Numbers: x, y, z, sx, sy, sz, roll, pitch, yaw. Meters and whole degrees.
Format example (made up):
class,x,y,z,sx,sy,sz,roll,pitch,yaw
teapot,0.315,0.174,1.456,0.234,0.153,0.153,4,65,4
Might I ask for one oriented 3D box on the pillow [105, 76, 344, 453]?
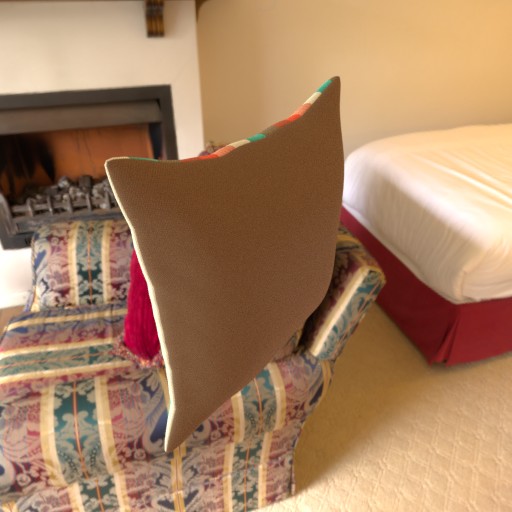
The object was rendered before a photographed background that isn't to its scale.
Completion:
class,x,y,z,sx,sy,sz,roll,pitch,yaw
pillow,0.000,0.000,0.668,0.168,0.443,0.453,22,39,29
